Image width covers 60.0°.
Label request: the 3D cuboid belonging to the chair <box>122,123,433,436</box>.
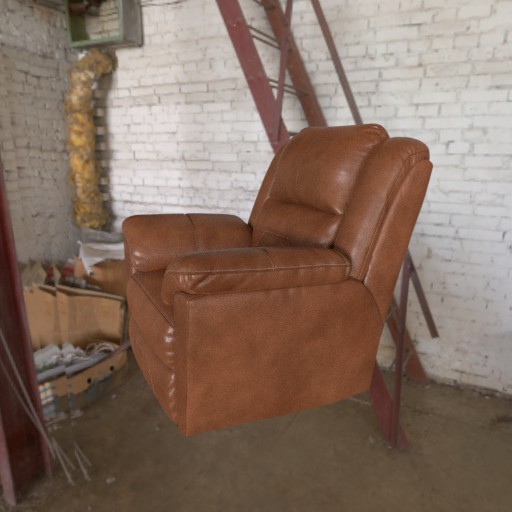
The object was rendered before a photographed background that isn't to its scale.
[{"bbox_3d":[0.000,0.000,1.909,1.041,1.093,0.990,-7,16,-26],"label":"chair"}]
